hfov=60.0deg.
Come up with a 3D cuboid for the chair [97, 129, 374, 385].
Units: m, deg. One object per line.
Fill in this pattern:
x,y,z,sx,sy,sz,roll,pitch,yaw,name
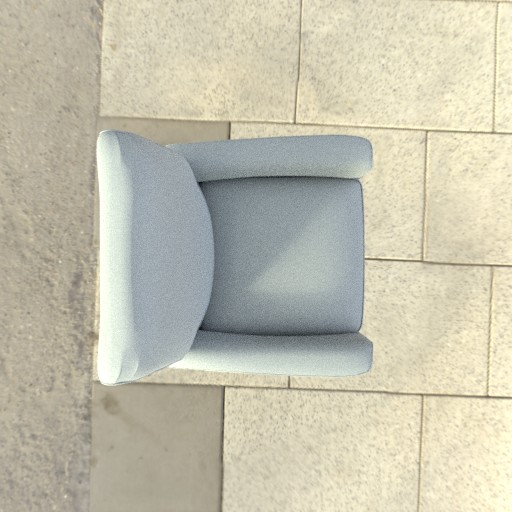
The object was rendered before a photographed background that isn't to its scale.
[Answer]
0.000,0.000,1.628,0.846,1.007,0.853,0,90,0,chair
